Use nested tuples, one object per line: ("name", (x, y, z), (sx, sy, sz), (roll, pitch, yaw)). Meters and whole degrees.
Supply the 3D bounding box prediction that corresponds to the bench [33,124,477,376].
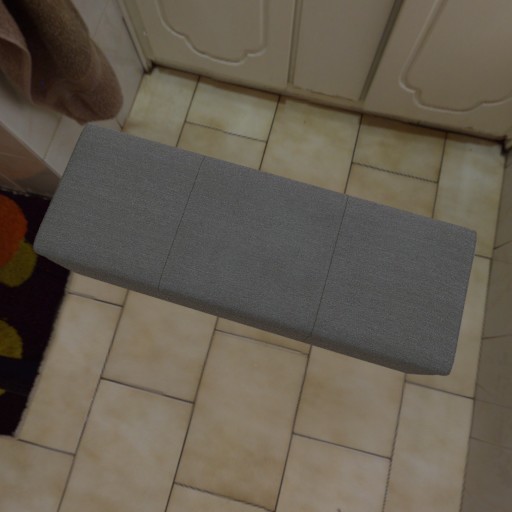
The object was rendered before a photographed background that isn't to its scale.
("bench", (0.000, 0.000, 1.498), (1.269, 0.438, 0.446), (16, 77, 4))
